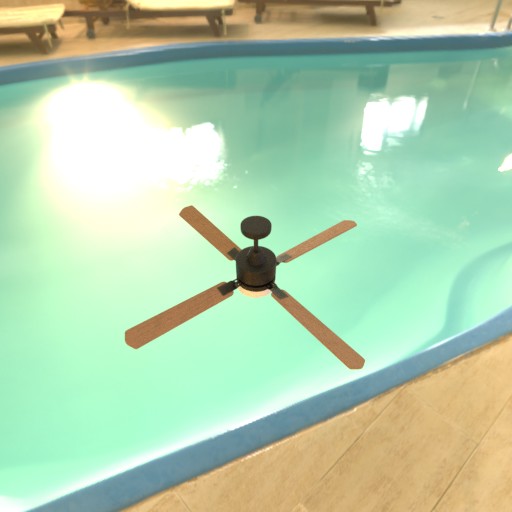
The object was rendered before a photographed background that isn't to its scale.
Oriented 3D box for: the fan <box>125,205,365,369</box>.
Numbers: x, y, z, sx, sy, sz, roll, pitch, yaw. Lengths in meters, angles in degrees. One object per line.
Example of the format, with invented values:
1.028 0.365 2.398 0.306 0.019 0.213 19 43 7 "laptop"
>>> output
0.000 0.000 2.009 1.320 0.355 1.320 -27 48 -27 "fan"
